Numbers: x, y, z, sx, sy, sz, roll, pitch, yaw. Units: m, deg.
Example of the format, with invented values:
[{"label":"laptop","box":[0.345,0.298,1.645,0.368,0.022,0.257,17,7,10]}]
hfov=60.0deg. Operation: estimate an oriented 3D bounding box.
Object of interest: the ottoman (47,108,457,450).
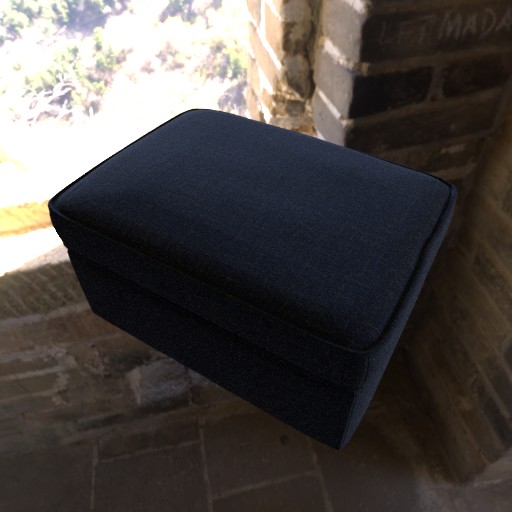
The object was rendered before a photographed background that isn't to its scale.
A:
[{"label":"ottoman","box":[0.000,0.000,1.068,0.749,0.450,0.549,23,49,22]}]
